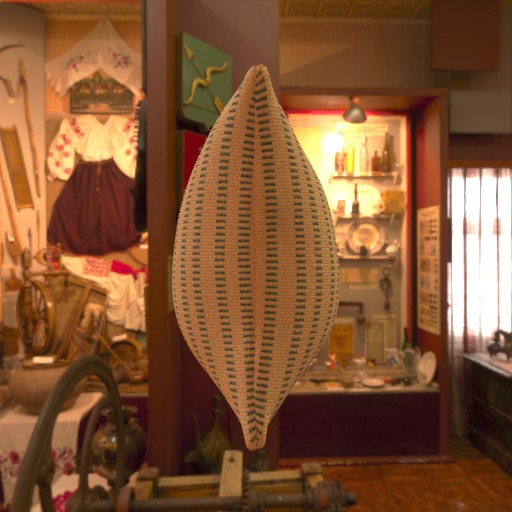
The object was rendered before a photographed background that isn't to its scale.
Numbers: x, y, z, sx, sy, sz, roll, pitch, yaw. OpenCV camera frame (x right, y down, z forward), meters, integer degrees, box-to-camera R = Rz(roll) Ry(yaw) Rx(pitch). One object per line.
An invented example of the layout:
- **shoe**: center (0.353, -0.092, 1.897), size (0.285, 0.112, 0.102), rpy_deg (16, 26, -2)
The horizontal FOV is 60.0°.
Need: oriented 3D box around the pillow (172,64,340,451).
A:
- **pillow**: center (0.000, 0.000, 0.690), size (0.247, 0.419, 0.438), rpy_deg (0, 0, 0)
